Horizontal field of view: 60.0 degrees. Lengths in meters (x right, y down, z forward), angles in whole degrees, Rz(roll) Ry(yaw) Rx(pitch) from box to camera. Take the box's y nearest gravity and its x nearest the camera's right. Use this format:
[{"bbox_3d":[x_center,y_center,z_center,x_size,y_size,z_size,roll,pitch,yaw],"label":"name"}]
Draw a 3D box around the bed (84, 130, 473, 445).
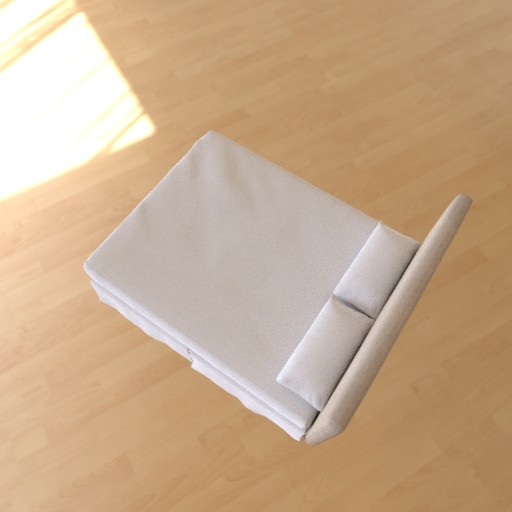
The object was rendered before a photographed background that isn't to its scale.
[{"bbox_3d":[0.000,0.000,3.272,2.162,1.330,1.713,32,68,14],"label":"bed"}]
